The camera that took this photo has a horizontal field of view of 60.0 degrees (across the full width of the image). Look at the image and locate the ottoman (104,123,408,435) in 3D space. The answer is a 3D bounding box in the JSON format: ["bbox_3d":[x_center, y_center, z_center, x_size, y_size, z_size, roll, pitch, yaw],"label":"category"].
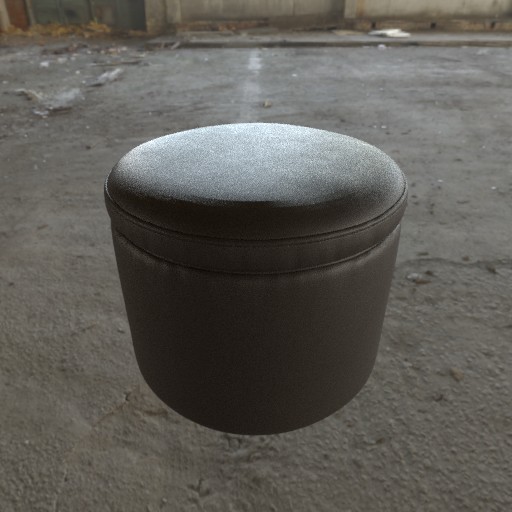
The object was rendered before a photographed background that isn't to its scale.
[{"bbox_3d":[0.000,0.000,0.839,0.500,0.409,0.500,0,31,0],"label":"ottoman"}]
